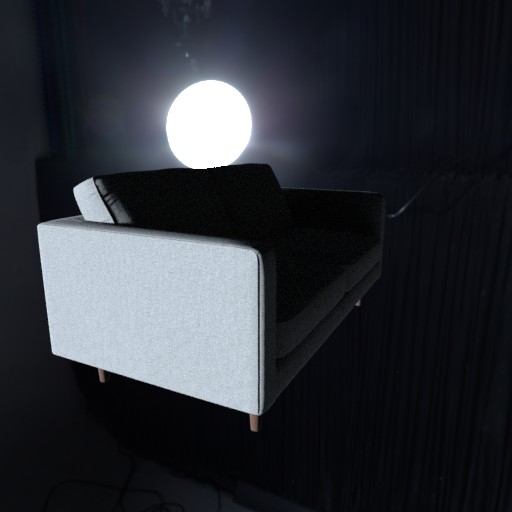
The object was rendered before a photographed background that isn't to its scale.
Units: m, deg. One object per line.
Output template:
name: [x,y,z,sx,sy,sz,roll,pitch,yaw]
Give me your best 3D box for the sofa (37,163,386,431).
sofa: [0.000,0.000,2.278,1.000,0.900,1.731,7,16,26]
